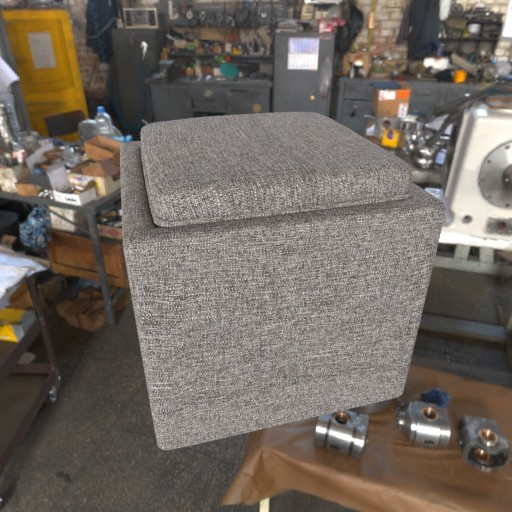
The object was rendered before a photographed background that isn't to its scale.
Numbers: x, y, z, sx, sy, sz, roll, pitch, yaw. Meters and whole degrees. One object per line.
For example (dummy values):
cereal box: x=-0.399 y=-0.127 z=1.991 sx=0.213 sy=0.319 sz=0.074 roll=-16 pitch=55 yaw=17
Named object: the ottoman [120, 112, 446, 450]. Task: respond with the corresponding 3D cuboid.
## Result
ottoman: x=0.000 y=0.000 z=0.843 sx=0.450 sy=0.460 sz=0.450 roll=-8 pitch=31 yaw=-13
